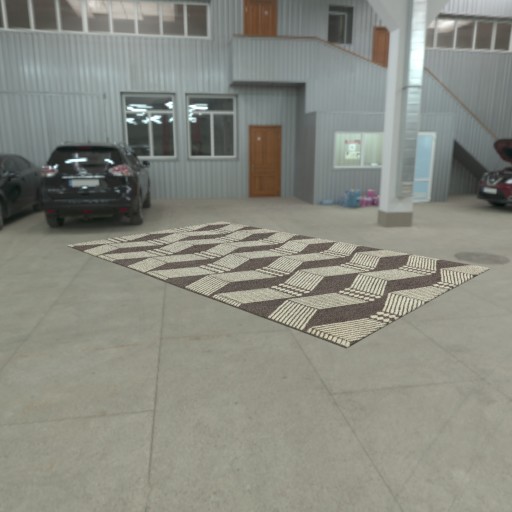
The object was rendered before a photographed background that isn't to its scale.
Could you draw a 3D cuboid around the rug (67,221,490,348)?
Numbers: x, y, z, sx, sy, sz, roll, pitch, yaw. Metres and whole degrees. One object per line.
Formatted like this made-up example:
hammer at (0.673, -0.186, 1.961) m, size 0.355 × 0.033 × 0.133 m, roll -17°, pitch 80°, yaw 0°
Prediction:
rug at (0.000, 0.000, 2.959) m, size 2.435 × 0.011 × 1.517 m, roll 13°, pitch 19°, yaw 43°
